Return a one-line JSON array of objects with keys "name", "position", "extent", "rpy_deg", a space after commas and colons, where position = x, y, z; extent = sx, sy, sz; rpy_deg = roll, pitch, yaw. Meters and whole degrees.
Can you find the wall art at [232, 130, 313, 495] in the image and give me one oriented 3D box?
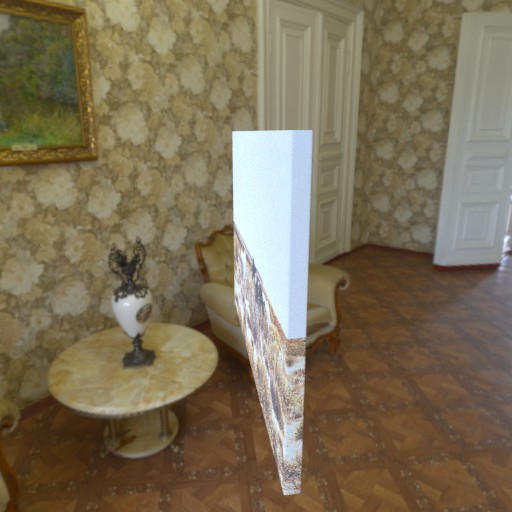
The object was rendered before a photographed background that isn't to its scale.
[{"name": "wall art", "position": [0.000, 0.000, 1.874], "extent": [0.051, 1.016, 1.520], "rpy_deg": [-2, 16, -8]}]
